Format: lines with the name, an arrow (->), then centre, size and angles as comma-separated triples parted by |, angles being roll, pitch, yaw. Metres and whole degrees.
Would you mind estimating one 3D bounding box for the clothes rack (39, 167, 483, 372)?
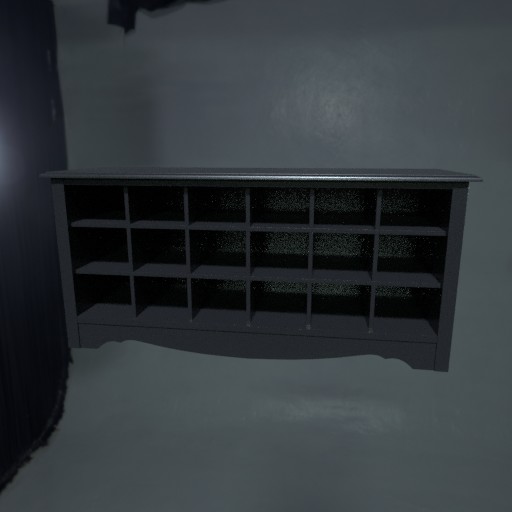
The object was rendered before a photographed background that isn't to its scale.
clothes rack -> 0.000, 0.000, 1.463 | 1.219, 0.556, 0.406 | 2, 14, 8
